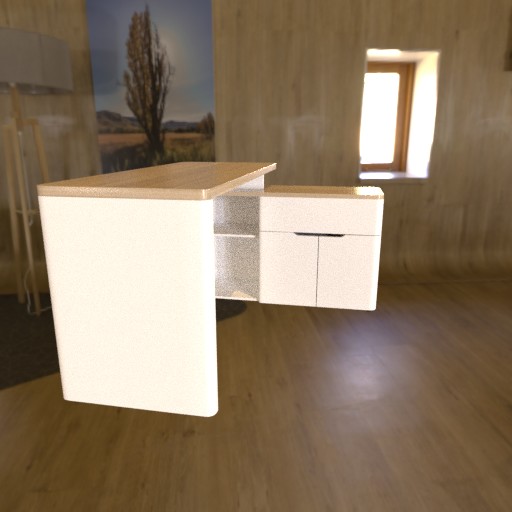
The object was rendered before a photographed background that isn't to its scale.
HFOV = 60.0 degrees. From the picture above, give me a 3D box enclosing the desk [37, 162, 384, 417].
[{"bbox_3d":[0.000,0.000,2.055,1.175,0.770,1.400,3,15,11],"label":"desk"}]
